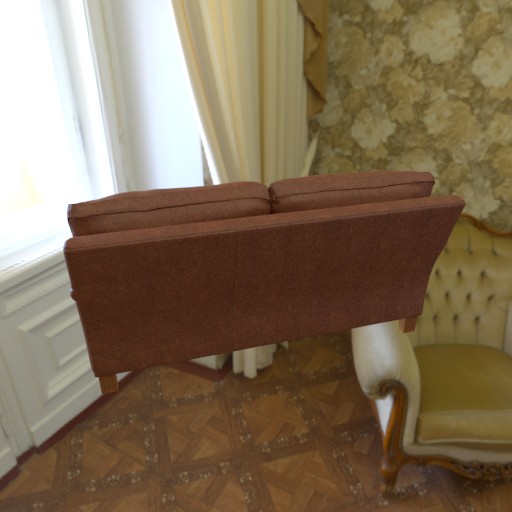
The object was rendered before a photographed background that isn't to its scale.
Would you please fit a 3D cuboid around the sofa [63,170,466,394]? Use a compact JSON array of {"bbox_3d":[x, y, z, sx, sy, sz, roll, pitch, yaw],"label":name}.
[{"bbox_3d":[0.000,0.000,2.793,2.144,1.071,1.147,-8,27,-15],"label":"sofa"}]
